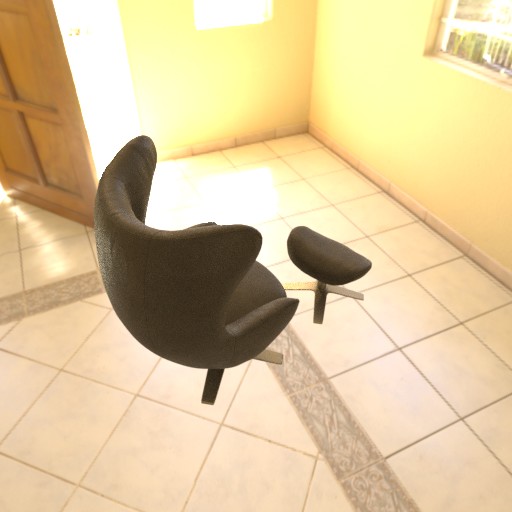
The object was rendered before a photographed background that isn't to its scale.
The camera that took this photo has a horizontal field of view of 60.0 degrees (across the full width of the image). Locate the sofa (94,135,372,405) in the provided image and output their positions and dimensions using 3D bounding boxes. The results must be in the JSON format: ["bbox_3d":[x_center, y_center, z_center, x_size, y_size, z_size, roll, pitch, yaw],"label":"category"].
[{"bbox_3d":[0.000,0.000,2.187,1.444,1.135,0.894,-24,46,-26],"label":"sofa"}]
